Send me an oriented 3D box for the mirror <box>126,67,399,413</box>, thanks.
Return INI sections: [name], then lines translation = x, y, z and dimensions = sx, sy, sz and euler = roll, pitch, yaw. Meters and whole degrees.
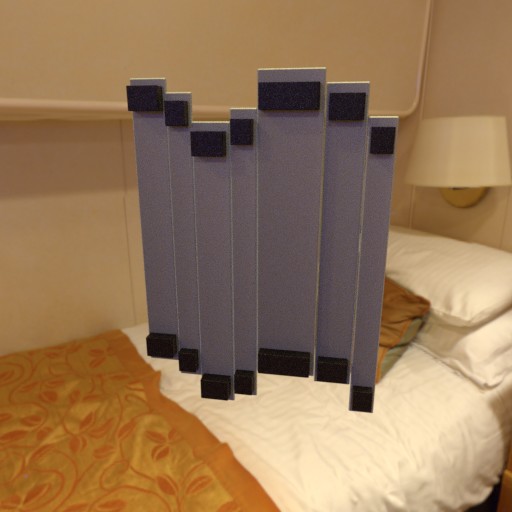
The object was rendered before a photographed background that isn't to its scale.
[mirror]
translation = 0.000, 0.000, 0.782
dimensions = 0.445, 0.611, 0.058
euler = 3, 17, 9
